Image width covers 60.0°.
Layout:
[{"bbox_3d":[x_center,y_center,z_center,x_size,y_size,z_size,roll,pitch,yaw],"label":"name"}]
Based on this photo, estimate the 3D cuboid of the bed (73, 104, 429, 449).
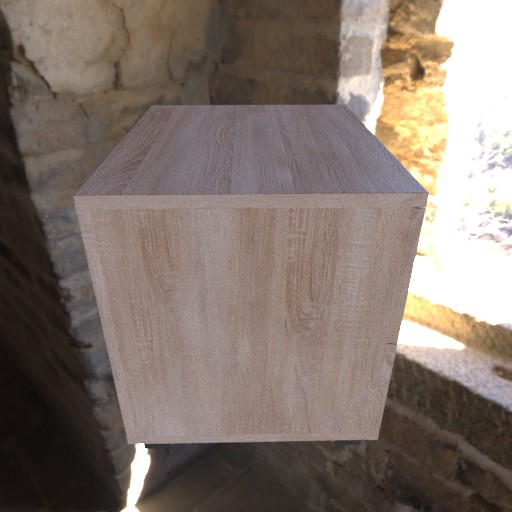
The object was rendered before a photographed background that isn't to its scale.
[{"bbox_3d":[0.000,0.000,0.779,0.401,0.420,0.460,-1,30,-1],"label":"bed"}]
